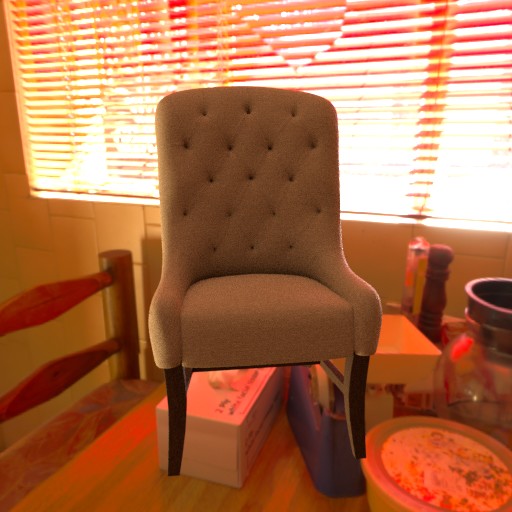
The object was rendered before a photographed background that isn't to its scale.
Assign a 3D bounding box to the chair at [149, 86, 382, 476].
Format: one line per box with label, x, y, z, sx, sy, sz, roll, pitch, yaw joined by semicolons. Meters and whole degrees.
chair;0.000;0.000;1.430;0.634;1.091;0.629;-2;15;-7
